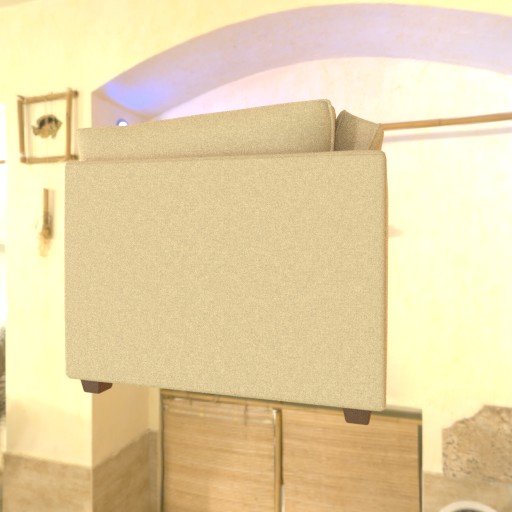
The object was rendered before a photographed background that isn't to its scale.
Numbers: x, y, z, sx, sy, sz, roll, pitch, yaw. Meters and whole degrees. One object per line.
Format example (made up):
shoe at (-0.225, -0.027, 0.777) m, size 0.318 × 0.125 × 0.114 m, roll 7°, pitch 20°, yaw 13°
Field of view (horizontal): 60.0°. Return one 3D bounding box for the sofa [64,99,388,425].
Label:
sofa at (0.000, 0.000, 1.806) m, size 1.042 × 0.937 × 1.050 m, roll 0°, pitch 0°, yaw 18°
